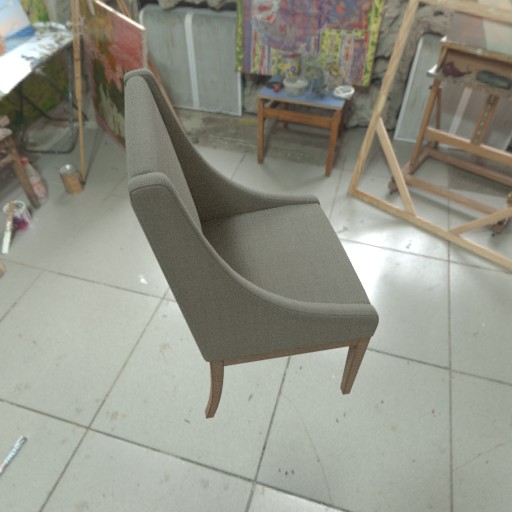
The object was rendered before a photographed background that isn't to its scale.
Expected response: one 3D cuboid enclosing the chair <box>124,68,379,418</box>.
[{"bbox_3d":[0.000,0.000,1.395,0.611,1.021,0.575,-9,46,-9],"label":"chair"}]
